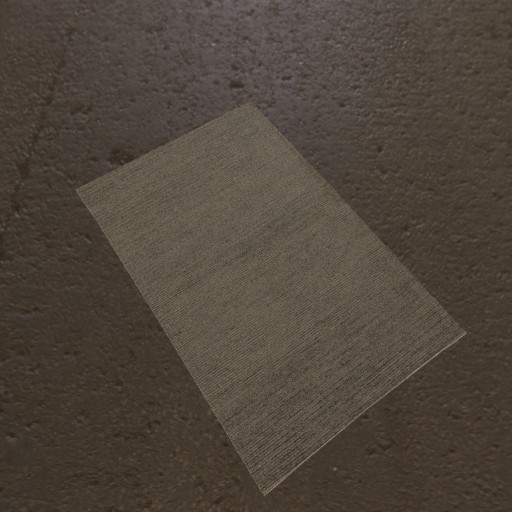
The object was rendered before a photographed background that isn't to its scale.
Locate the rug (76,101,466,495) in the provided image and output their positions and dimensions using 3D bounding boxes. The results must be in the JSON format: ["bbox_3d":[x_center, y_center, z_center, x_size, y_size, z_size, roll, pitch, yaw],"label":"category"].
[{"bbox_3d":[0.000,0.000,2.214,1.149,0.021,1.773,-32,68,-15],"label":"rug"}]
